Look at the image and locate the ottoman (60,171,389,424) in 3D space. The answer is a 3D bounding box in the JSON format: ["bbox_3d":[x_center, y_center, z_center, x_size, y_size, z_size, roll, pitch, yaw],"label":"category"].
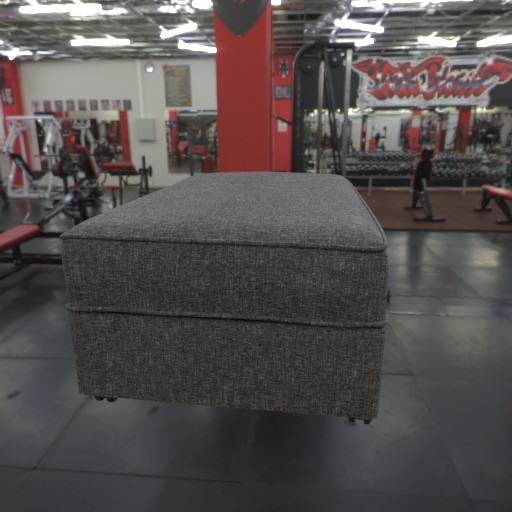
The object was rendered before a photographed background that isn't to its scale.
[{"bbox_3d":[0.000,0.000,1.491,0.717,0.487,1.184,2,16,8],"label":"ottoman"}]
